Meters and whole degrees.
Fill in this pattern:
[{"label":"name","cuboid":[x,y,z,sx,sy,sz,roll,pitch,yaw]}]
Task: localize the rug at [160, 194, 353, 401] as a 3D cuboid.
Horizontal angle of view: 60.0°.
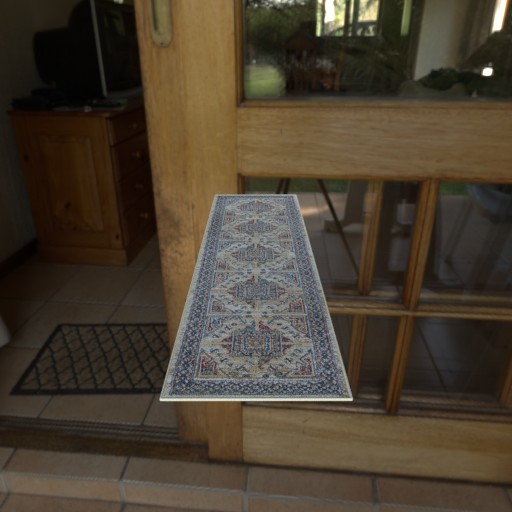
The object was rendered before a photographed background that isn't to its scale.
[{"label":"rug","cuboid":[0.000,0.000,2.549,0.661,0.013,2.297,0,25,0]}]
